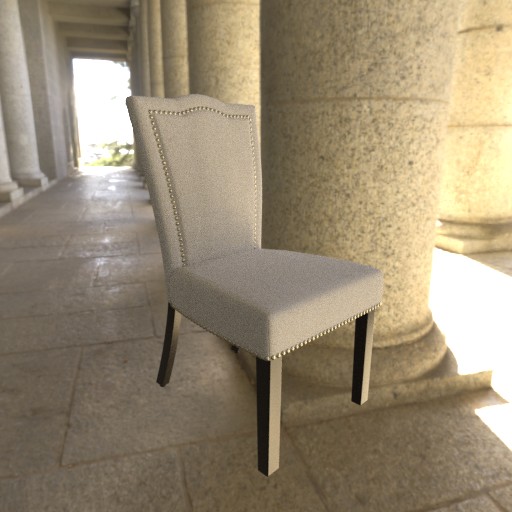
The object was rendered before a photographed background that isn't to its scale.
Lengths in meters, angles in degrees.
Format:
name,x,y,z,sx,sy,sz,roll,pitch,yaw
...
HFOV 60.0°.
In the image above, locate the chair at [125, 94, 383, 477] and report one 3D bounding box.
name,x,y,z,sx,sy,sz,roll,pitch,yaw
chair,0.000,0.000,1.322,0.589,0.946,0.518,14,20,43
